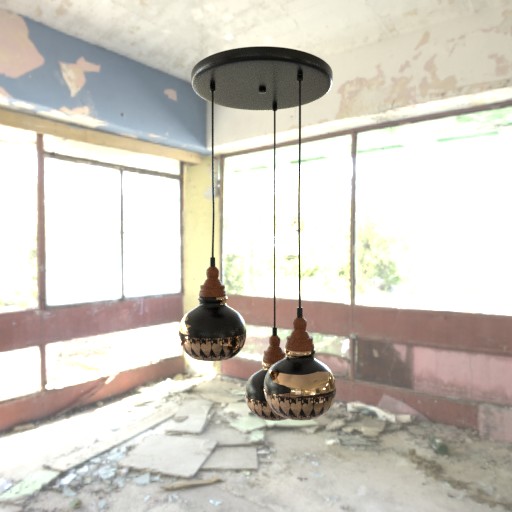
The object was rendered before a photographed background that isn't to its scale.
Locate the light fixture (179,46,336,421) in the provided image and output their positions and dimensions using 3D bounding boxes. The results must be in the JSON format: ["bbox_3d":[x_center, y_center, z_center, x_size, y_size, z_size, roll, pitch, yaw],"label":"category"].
[{"bbox_3d":[0.000,0.000,1.762,0.605,1.410,0.608,0,0,-17],"label":"light fixture"}]
